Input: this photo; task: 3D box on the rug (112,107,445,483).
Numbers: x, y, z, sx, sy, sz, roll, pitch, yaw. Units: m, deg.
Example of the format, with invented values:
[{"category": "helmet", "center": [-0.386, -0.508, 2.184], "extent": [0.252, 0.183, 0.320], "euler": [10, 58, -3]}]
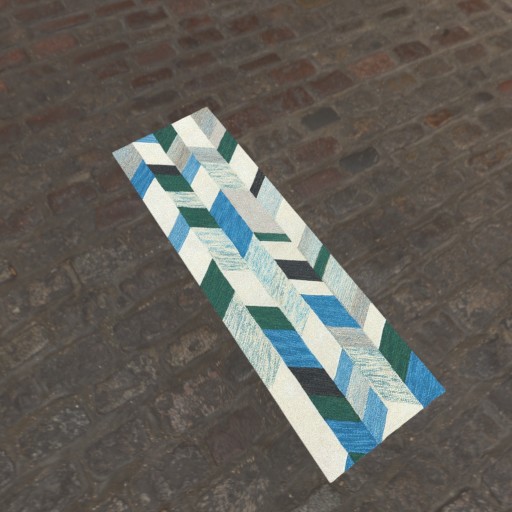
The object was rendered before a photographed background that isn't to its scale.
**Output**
[{"category": "rug", "center": [0.000, 0.000, 2.687], "extent": [0.774, 0.008, 2.437], "euler": [-31, 67, -15]}]
